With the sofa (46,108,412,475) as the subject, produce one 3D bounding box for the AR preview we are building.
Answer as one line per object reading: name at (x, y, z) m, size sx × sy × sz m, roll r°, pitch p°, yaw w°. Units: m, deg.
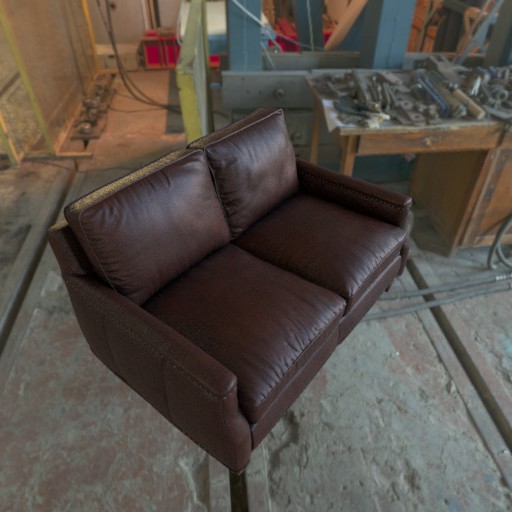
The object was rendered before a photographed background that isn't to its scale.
sofa at (0.000, 0.000, 2.269) m, size 1.083 × 1.003 × 1.628 m, roll 27°, pitch 47°, yaw 29°
